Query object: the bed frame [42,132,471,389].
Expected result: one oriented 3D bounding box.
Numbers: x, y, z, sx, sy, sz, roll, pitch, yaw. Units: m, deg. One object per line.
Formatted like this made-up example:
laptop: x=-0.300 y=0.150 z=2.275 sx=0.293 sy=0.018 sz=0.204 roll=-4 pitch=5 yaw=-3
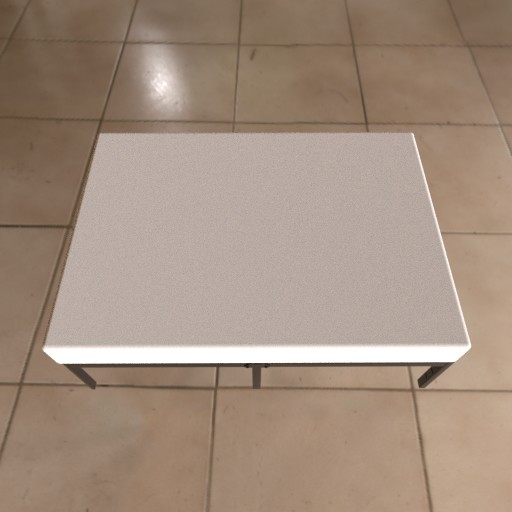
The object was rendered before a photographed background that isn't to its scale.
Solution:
bed frame: x=0.000 y=0.000 z=2.639 sx=1.956 sy=0.659 sz=1.408 roll=0 pitch=58 yaw=0
